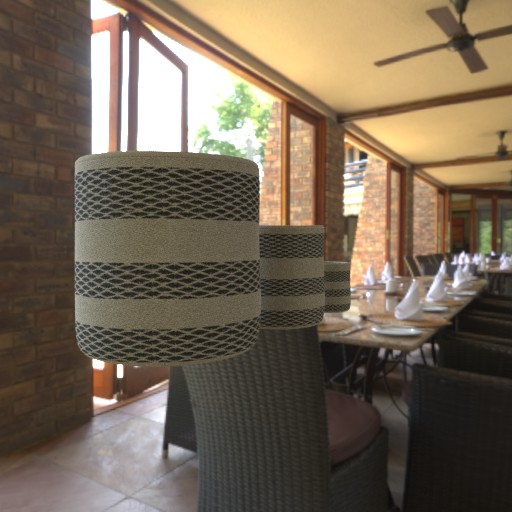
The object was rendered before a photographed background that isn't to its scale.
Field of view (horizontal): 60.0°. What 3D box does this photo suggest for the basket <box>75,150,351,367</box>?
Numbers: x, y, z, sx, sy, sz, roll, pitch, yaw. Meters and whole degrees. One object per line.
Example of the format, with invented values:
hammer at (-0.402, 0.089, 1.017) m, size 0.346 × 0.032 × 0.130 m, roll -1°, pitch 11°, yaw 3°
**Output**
basket at (0.000, 0.000, 1.096) m, size 0.351 × 0.356 × 0.917 m, roll 1°, pitch 1°, yaw 36°
